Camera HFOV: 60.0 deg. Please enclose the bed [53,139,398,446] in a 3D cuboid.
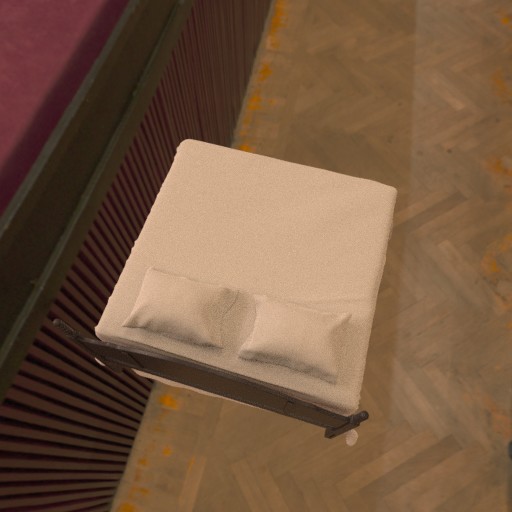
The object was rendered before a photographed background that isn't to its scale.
[{"bbox_3d":[0.000,0.000,3.580,2.322,1.355,2.219,15,65,7],"label":"bed"}]
